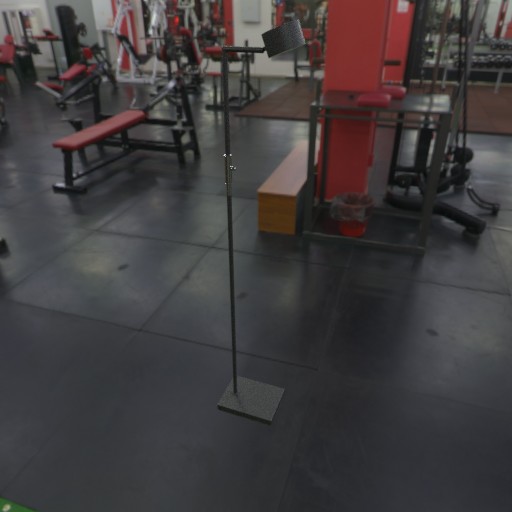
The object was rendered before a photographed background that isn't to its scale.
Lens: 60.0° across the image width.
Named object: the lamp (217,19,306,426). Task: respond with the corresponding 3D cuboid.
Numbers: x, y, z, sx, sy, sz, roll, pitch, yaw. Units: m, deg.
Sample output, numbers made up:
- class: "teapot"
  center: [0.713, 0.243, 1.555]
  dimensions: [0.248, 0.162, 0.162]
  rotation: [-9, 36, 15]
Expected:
- class: "lamp"
  center: [0.000, 0.000, 1.698]
  dimensions: [0.304, 1.600, 0.203]
  rotation: [11, 31, 18]
